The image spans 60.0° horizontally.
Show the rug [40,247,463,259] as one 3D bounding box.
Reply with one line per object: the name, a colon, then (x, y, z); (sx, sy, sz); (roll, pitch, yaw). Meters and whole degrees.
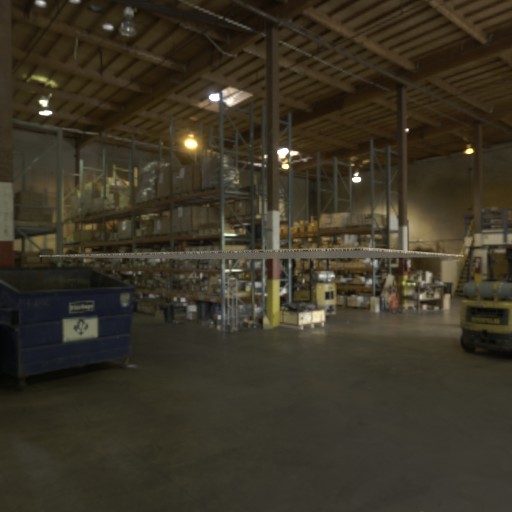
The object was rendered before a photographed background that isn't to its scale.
rug: (0.000, 0.000, 3.887); (2.932, 0.015, 2.315); (-1, -1, 36)
